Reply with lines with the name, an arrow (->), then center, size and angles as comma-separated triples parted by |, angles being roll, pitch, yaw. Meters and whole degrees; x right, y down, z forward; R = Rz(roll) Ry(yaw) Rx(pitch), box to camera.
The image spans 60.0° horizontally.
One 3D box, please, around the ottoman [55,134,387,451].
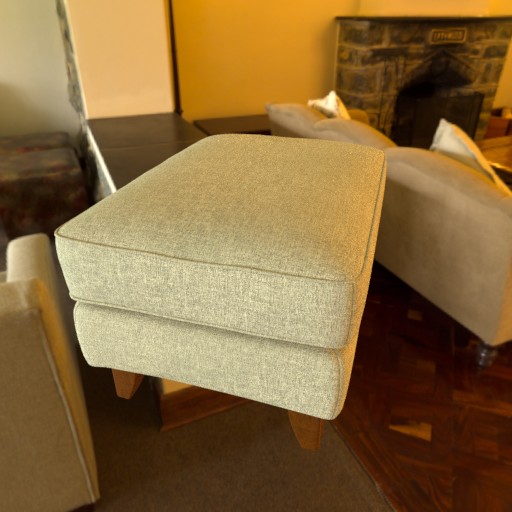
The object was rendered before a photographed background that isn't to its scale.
ottoman -> 0.000, 0.000, 1.295 | 0.661, 0.561, 0.889 | 9, 30, 15
